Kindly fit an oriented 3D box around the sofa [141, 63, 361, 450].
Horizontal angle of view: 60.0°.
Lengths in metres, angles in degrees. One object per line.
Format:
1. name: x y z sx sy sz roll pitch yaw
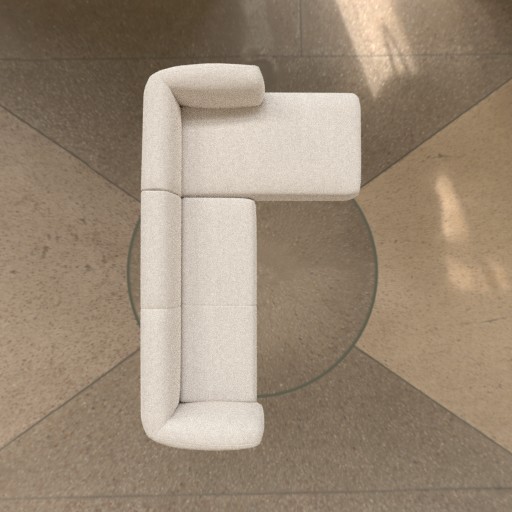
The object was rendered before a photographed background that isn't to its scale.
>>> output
1. sofa: 0.000 0.000 3.357 1.610 0.730 2.660 0 88 0
